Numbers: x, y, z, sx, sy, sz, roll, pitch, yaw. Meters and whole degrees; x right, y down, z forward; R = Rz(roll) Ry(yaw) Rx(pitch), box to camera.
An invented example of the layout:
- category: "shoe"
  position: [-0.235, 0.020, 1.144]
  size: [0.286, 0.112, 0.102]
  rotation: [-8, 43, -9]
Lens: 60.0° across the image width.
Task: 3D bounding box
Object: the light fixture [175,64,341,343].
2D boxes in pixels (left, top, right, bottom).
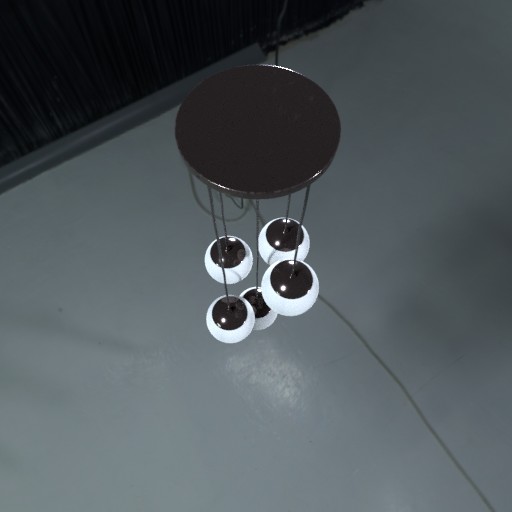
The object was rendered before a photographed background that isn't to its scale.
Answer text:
- category: "light fixture"
  position: [0.000, 0.000, 1.493]
  size: [0.484, 1.271, 0.489]
  rotation: [-34, 69, -15]
